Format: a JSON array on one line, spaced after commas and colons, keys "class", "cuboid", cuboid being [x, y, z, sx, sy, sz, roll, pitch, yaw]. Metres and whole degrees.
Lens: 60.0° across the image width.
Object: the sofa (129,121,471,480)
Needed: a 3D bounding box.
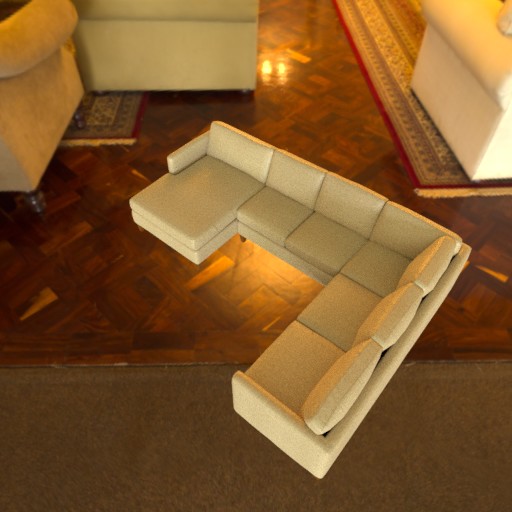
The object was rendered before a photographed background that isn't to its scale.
[{"class": "sofa", "cuboid": [0.000, 0.000, 4.619, 3.460, 0.961, 2.594, 32, 56, 25]}]
